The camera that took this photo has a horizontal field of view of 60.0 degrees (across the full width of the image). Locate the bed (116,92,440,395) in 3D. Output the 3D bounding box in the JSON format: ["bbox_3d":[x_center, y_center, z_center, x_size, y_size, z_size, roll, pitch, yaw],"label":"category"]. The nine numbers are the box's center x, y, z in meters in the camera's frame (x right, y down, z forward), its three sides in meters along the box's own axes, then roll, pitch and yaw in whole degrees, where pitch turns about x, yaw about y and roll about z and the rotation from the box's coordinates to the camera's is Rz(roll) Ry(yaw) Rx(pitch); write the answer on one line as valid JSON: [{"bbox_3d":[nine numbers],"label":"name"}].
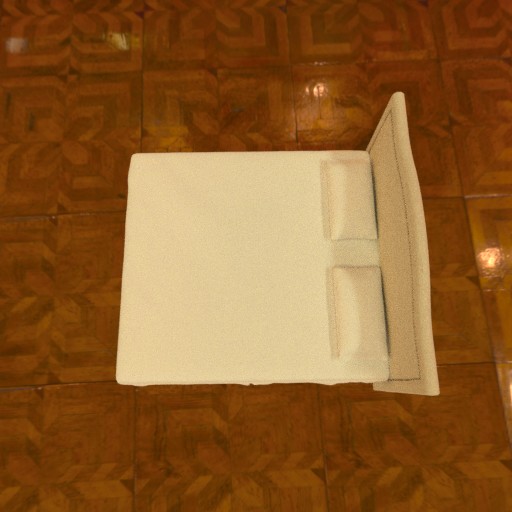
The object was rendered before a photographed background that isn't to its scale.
[{"bbox_3d":[0.000,0.000,3.482,2.182,1.421,2.083,-1,74,0],"label":"bed"}]
